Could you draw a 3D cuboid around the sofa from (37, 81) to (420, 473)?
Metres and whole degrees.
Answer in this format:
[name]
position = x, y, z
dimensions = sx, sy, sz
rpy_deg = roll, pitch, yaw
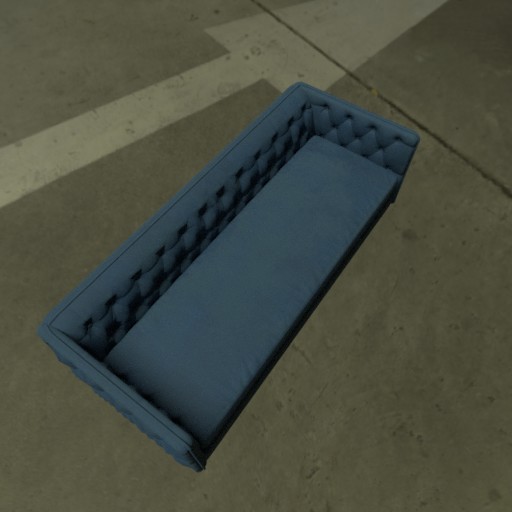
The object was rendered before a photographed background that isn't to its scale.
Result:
[sofa]
position = 0.000, 0.000, 2.598
dimensions = 0.895, 0.771, 2.209
rpy_deg = 31, 63, 18
